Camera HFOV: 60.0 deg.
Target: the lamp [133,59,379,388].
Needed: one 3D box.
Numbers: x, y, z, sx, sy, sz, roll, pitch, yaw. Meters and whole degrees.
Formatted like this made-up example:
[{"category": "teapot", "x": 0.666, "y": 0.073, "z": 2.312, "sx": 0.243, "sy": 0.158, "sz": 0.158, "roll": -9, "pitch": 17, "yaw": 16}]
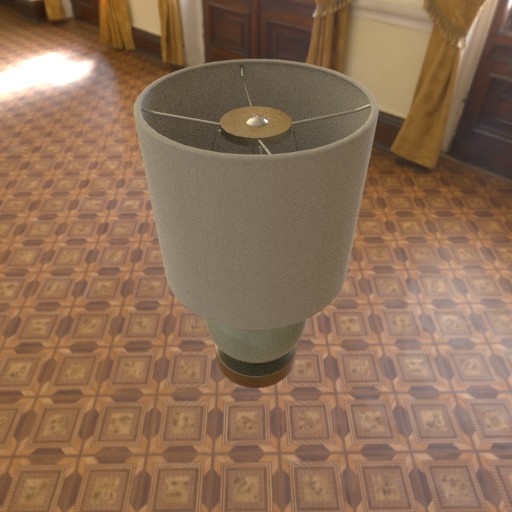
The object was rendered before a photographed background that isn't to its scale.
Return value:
[{"category": "lamp", "x": 0.000, "y": 0.000, "z": 0.487, "sx": 0.201, "sy": 0.353, "sz": 0.201, "roll": -23, "pitch": 47, "yaw": -24}]
